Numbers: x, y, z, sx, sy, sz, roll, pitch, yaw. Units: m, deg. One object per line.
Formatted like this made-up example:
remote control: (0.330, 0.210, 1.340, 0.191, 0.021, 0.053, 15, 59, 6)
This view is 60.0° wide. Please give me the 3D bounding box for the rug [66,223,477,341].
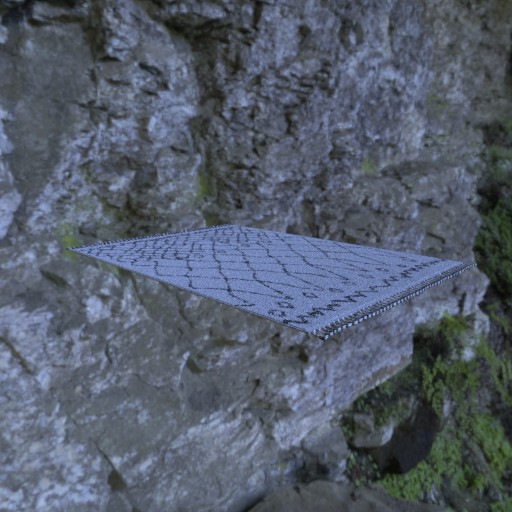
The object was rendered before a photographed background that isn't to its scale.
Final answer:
rug: (0.000, 0.000, 3.008, 2.312, 0.017, 1.613, 13, 18, 43)
